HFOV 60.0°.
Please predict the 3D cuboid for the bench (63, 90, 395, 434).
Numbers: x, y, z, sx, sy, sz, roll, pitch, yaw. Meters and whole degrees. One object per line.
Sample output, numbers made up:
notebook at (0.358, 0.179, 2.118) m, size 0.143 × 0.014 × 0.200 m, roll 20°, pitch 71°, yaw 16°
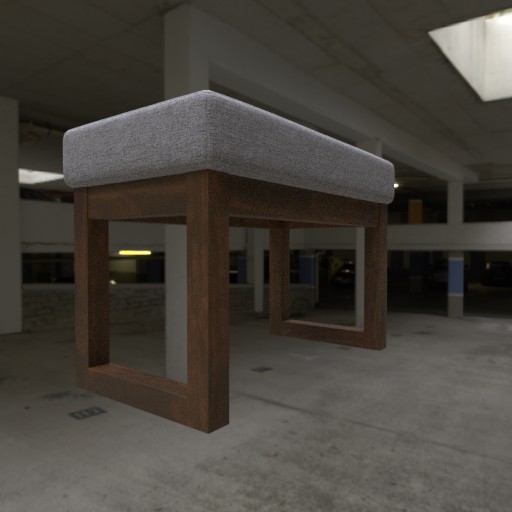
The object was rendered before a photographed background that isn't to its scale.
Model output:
bench at (0.000, 0.000, 0.953) m, size 0.366 × 0.467 × 0.681 m, roll 1°, pitch 2°, yaw 38°
